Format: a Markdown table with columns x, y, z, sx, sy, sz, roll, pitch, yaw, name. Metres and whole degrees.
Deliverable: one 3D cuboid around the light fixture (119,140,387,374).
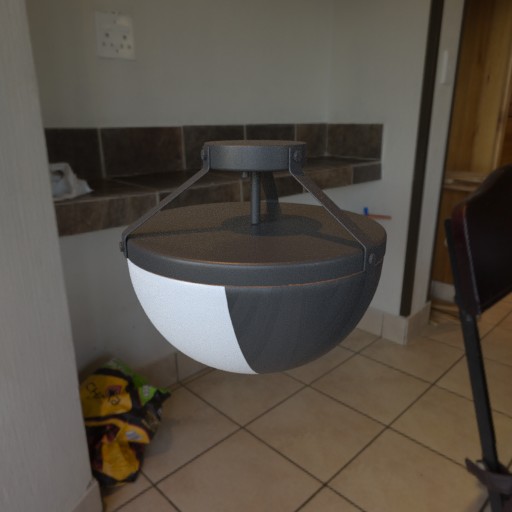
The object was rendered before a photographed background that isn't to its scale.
| x | y | z | sx | sy | sz | roll | pitch | yaw | name |
| --- | --- | --- | --- | --- | --- | --- | --- | --- | --- |
| 0.000 | 0.000 | 0.542 | 0.304 | 0.269 | 0.304 | 0 | 17 | 0 | light fixture |
